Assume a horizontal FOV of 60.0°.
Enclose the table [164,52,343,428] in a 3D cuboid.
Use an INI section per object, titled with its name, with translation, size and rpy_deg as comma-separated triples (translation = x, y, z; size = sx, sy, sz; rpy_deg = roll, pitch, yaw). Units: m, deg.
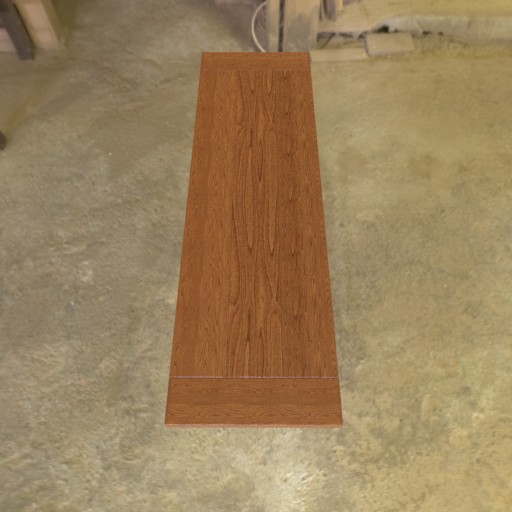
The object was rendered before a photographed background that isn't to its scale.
[table]
translation = 0.000, 0.000, 1.849
size = 0.461, 0.852, 1.478
rpy_deg = 0, 60, 0
